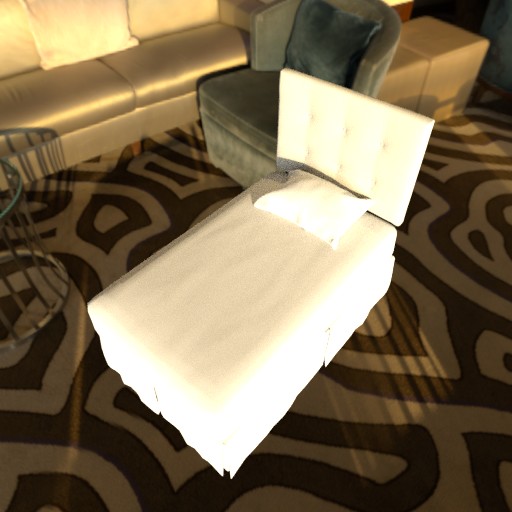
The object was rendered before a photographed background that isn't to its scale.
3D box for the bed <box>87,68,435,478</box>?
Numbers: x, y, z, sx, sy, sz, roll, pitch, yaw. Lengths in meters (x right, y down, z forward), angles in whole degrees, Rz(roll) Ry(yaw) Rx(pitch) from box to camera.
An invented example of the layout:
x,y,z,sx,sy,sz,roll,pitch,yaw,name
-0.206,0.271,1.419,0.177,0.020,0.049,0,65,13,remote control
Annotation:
x,y,z,sx,sy,sz,roll,pitch,yaw,name
0.000,0.000,2.932,1.261,1.571,1.997,32,54,27,bed
